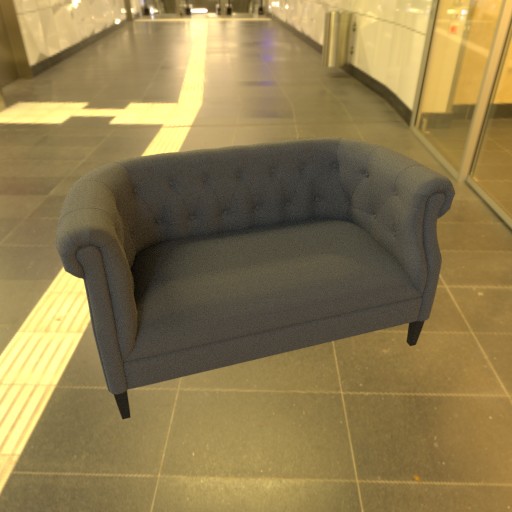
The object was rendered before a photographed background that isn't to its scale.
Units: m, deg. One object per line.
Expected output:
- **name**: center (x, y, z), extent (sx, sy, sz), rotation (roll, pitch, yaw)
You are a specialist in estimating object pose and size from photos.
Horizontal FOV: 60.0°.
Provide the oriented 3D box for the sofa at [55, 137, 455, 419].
- **sofa**: center (0.000, 0.000, 2.040), extent (1.558, 0.827, 0.835), rotation (-10, 34, -15)
